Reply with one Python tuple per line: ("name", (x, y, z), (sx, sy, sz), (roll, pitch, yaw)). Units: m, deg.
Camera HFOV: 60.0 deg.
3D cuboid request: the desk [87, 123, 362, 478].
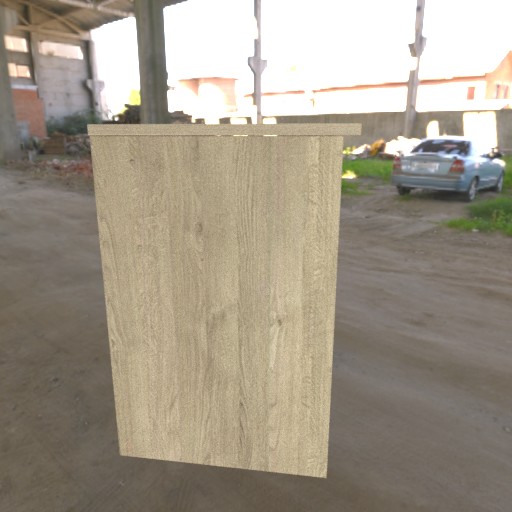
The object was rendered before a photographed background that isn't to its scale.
("desk", (0.000, 0.000, 1.305), (0.498, 0.724, 0.893), (2, 15, 8))
